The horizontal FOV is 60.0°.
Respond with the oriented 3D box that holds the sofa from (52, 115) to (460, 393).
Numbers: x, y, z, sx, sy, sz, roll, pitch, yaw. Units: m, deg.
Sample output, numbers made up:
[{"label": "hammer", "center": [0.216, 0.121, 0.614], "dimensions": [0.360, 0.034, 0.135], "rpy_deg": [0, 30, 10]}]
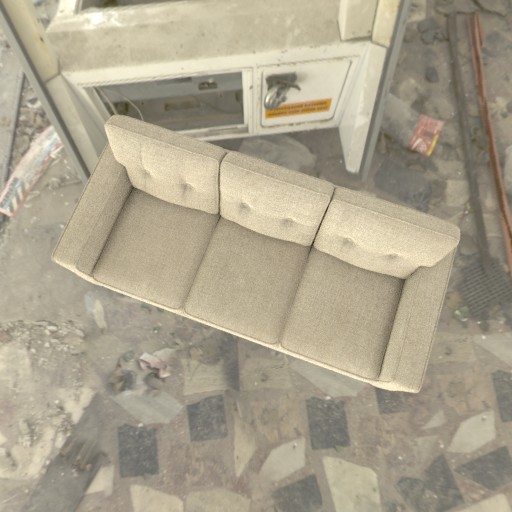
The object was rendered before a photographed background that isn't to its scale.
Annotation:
[{"label": "sofa", "center": [0.000, 0.000, 2.640], "dimensions": [2.133, 0.965, 0.939], "rpy_deg": [19, 76, 5]}]
